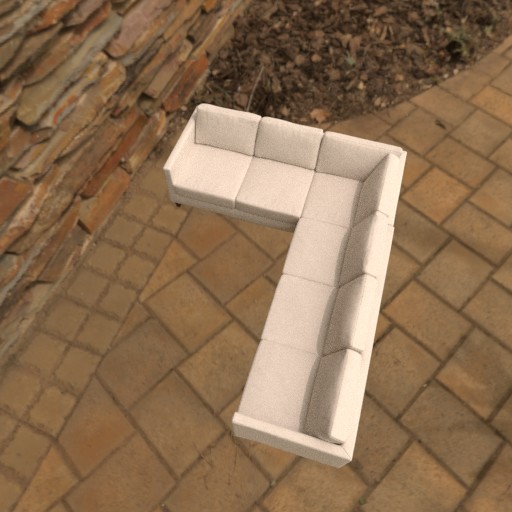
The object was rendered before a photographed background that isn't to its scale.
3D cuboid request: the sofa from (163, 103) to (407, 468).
[{"bbox_3d":[0.000,0.000,4.355,2.432,0.863,3.182,15,60,9],"label":"sofa"}]
